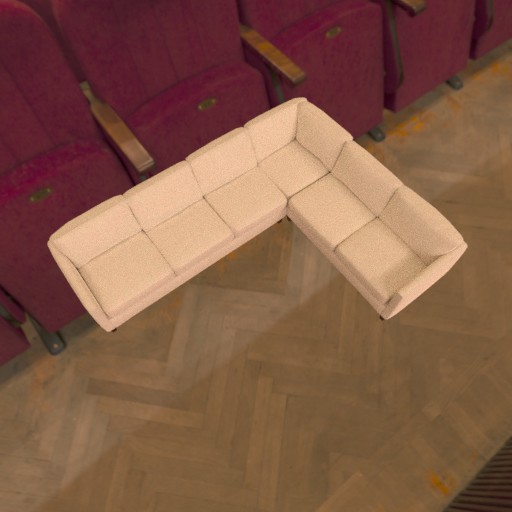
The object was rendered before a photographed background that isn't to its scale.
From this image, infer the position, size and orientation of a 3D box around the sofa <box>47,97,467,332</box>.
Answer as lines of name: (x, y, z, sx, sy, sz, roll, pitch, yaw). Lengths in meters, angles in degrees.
sofa: (0.000, 0.000, 4.531, 3.302, 0.947, 2.593, -34, 67, -16)
